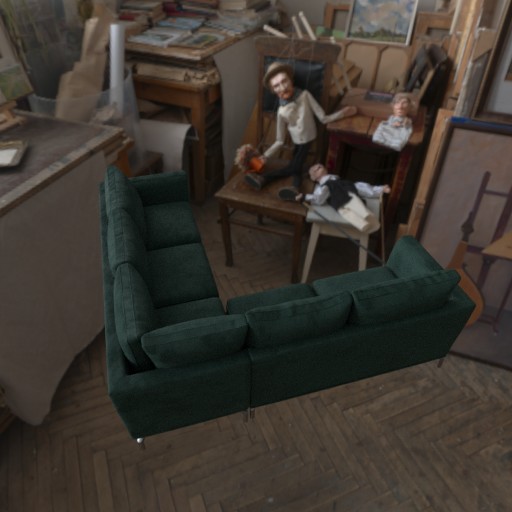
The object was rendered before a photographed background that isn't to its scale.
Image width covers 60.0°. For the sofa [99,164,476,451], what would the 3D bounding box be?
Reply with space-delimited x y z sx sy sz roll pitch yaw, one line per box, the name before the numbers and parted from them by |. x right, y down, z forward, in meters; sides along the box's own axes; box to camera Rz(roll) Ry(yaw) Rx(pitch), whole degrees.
sofa | 0.000 0.000 3.823 2.468 1.004 2.452 -11 41 -12
